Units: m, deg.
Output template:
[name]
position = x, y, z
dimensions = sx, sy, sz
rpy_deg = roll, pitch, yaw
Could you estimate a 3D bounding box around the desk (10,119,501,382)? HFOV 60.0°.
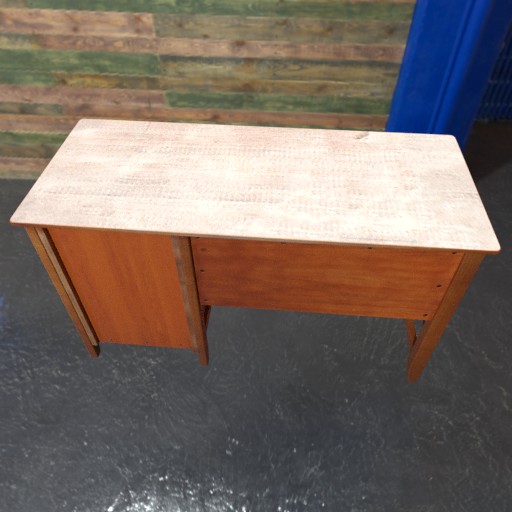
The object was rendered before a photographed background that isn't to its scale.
[desk]
position = 0.000, 0.000, 1.674
dimensions = 1.353, 0.756, 0.574
rpy_deg = 4, 47, 3
